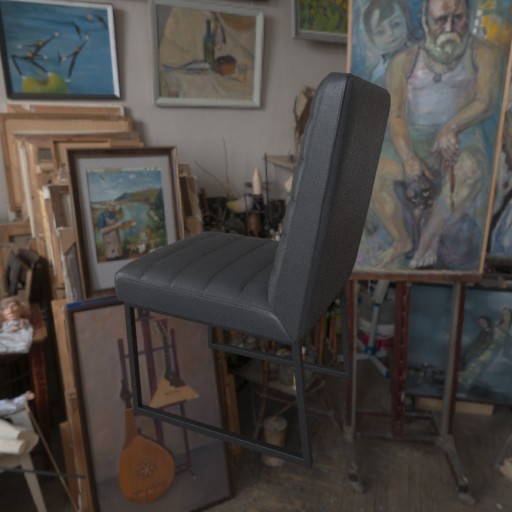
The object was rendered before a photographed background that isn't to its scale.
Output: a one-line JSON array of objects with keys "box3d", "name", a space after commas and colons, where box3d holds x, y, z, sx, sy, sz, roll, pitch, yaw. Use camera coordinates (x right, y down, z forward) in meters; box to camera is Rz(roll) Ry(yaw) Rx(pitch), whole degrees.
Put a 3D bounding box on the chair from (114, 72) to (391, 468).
[{"box3d": [0.000, 0.000, 1.285, 0.634, 0.930, 0.520, 7, 18, 23], "name": "chair"}]
